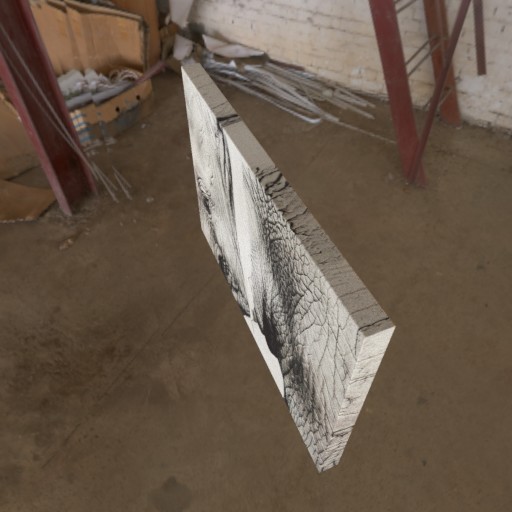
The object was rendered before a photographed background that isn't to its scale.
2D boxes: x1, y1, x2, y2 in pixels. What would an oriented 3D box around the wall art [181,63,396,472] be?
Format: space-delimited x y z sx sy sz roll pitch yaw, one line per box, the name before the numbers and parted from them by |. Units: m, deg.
wall art | 0.000 0.000 0.761 0.035 0.407 0.613 -17 50 -15
